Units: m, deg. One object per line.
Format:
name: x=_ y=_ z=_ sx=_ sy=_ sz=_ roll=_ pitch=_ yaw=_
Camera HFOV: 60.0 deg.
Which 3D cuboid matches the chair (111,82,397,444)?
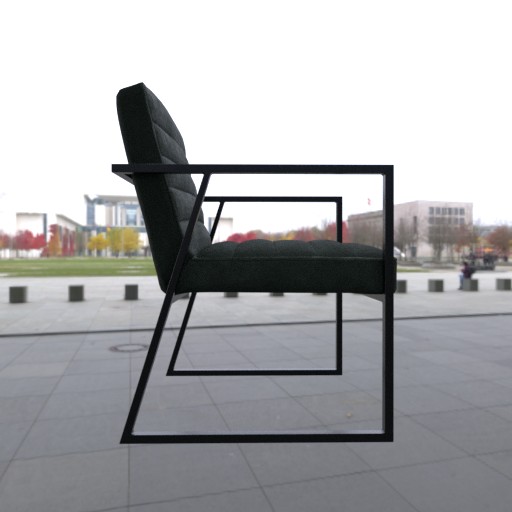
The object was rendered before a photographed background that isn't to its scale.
chair: x=0.000 y=0.000 z=1.272 sx=0.677 sy=0.833 sz=0.571 roll=0 pitch=0 yaw=-1
